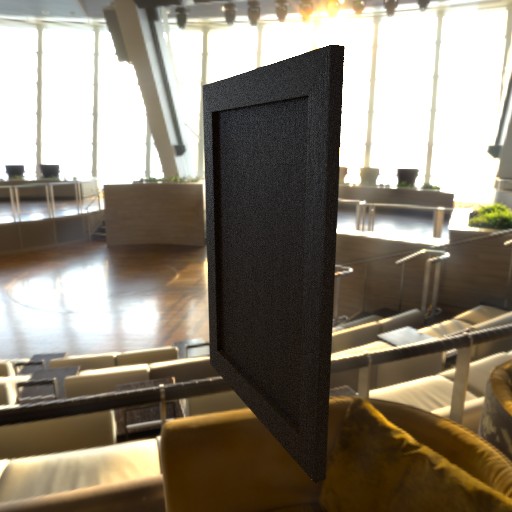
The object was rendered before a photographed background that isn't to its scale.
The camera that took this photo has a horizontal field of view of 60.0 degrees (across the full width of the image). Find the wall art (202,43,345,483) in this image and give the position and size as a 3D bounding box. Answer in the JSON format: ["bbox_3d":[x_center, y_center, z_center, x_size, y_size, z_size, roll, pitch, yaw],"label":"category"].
[{"bbox_3d":[0.000,0.000,0.658,0.017,0.513,0.359,-7,16,-27],"label":"wall art"}]
